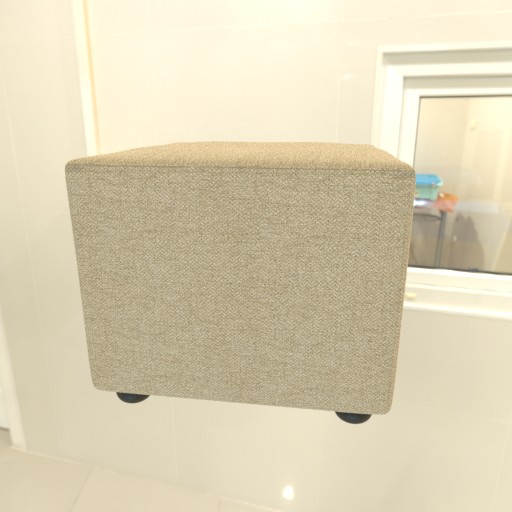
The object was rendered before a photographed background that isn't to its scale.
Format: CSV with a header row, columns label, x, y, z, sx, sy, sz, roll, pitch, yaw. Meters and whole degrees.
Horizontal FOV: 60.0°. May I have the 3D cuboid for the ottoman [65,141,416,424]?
label,x,y,z,sx,sy,sz,roll,pitch,yaw
ottoman,0.000,0.000,0.887,0.508,0.432,0.508,2,17,8
